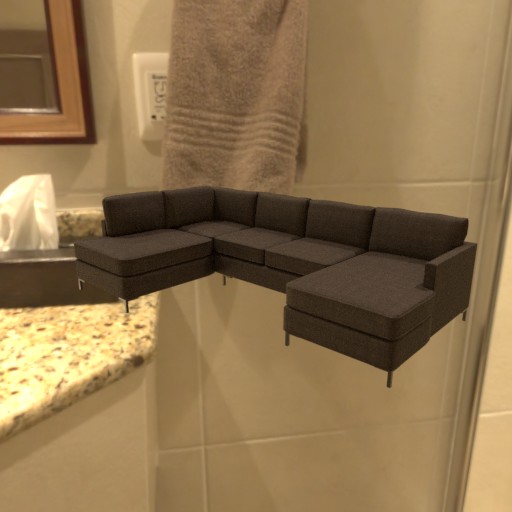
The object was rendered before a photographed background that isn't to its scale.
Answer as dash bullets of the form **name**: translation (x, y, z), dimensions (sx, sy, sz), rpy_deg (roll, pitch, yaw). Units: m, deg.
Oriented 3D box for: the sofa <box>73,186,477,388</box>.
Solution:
- **sofa**: translation (0.000, 0.000, 4.281), dimensions (3.423, 0.999, 2.048), rpy_deg (14, 21, 41)
